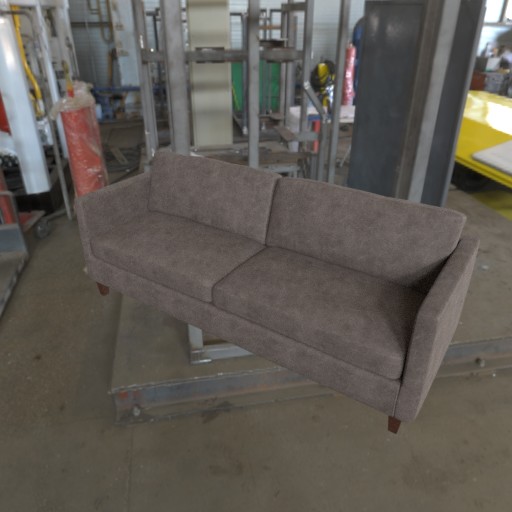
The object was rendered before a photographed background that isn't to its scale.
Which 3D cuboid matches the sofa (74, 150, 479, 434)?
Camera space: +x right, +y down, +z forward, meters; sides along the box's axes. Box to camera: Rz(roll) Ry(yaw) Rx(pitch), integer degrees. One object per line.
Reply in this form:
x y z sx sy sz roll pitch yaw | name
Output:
0.000 0.000 2.868 2.434 0.965 0.951 18 34 29 | sofa
